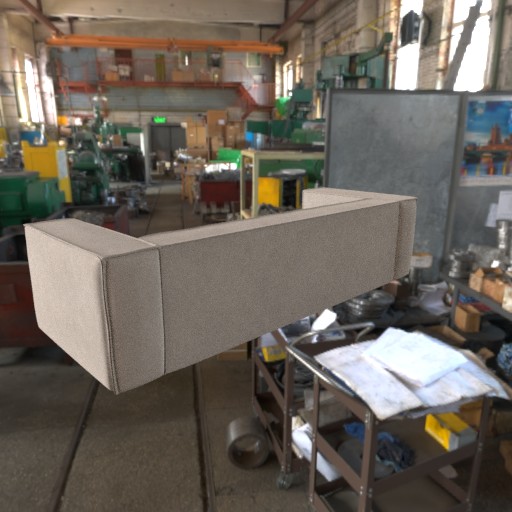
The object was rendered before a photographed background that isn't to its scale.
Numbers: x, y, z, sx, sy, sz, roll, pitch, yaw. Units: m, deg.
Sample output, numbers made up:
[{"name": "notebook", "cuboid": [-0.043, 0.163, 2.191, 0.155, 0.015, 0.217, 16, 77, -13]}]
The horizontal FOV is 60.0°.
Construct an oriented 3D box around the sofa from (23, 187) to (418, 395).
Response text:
[{"name": "sofa", "cuboid": [0.000, 0.000, 3.082, 2.697, 0.680, 1.038, -14, 20, -41]}]
